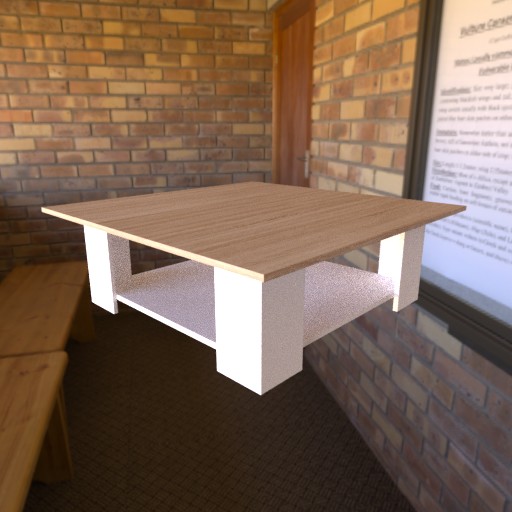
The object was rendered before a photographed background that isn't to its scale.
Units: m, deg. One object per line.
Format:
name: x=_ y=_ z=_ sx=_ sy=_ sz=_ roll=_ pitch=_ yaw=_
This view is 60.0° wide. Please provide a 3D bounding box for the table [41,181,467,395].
table: x=0.000 y=0.000 z=1.354 sx=0.890 sy=0.305 sz=0.890 roll=15 pitch=22 yaw=42
